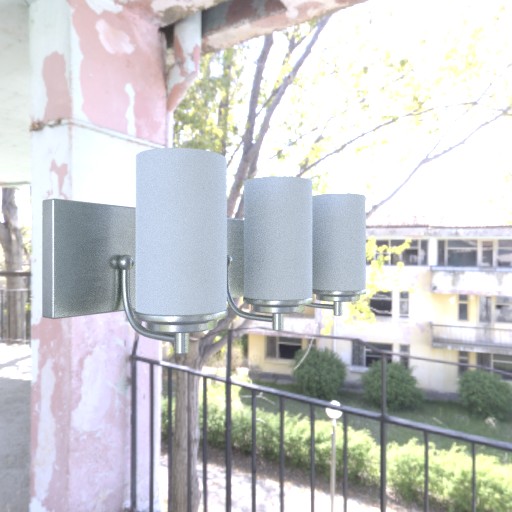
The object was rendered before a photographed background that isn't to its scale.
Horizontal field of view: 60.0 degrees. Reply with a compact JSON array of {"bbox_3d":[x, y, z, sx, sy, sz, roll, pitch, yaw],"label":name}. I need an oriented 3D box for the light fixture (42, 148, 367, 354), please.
[{"bbox_3d":[0.000,0.000,0.535,0.145,0.172,0.451,0,0,36],"label":"light fixture"}]
